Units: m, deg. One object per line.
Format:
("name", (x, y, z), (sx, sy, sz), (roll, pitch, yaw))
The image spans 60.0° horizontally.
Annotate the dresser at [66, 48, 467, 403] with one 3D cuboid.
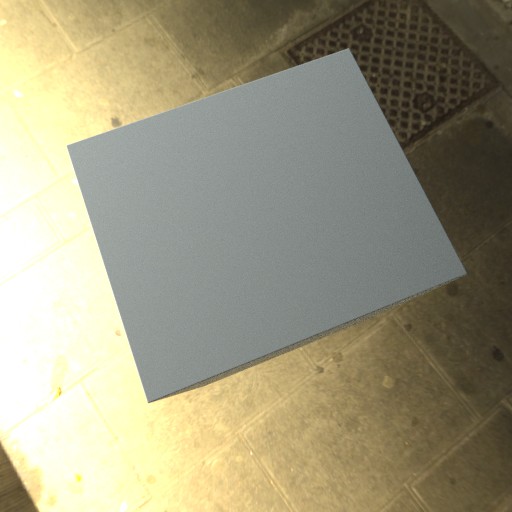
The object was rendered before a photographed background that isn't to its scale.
("dresser", (0.000, 0.000, 0.821), (0.400, 0.560, 0.360), (-21, 77, -5))
